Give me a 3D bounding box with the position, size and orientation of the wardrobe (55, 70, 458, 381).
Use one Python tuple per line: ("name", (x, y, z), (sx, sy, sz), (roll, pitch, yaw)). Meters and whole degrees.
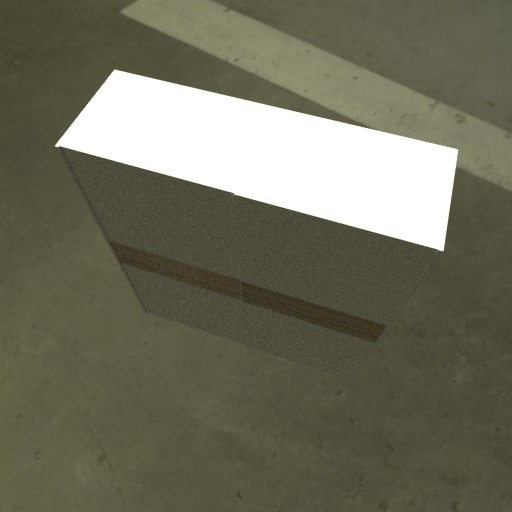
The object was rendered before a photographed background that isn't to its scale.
("wardrobe", (0.000, 0.000, 2.985), (1.830, 2.020, 0.600), (16, 61, 9))
